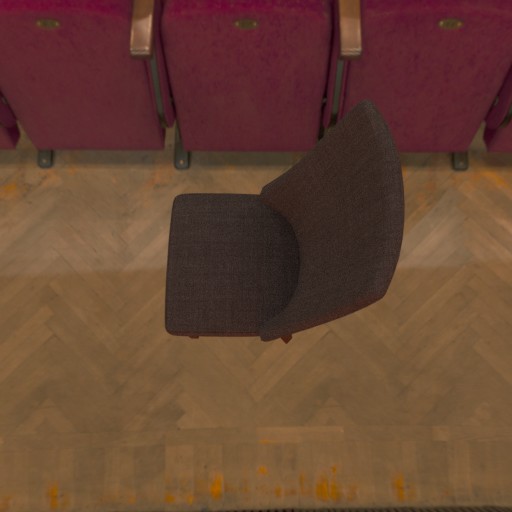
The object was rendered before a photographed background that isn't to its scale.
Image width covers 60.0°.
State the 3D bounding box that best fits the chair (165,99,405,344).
[{"bbox_3d":[0.000,0.000,1.359,0.577,1.050,0.510,1,75,0],"label":"chair"}]
